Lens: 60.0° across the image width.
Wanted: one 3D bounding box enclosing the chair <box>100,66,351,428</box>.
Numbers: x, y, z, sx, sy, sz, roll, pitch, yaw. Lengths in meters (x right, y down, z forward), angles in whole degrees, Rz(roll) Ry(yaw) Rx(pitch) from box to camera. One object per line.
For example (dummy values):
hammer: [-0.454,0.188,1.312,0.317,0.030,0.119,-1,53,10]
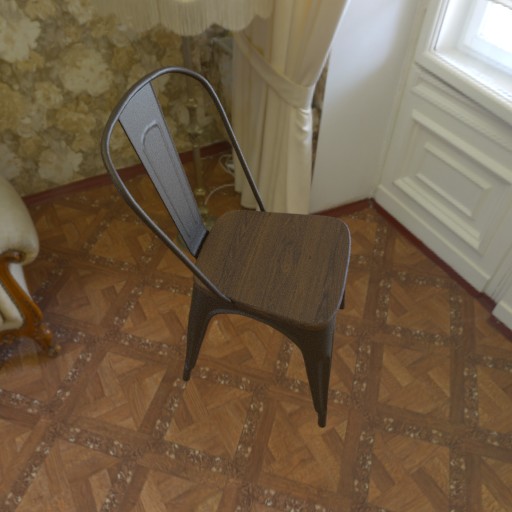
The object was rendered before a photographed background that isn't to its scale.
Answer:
chair: [0.000,0.000,1.151,0.532,0.844,0.451,11,49,10]
